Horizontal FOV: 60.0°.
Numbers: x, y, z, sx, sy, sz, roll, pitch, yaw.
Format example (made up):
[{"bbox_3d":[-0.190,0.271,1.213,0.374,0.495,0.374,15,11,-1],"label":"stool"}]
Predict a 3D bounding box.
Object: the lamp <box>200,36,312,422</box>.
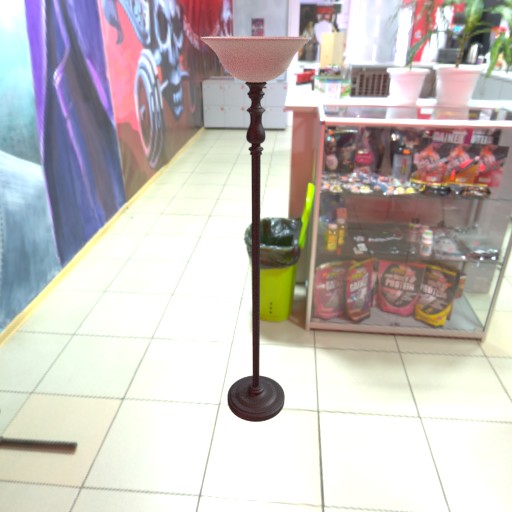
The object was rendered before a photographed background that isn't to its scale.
[{"bbox_3d":[0.000,0.000,2.030,0.405,1.797,0.405,19,33,33],"label":"lamp"}]
